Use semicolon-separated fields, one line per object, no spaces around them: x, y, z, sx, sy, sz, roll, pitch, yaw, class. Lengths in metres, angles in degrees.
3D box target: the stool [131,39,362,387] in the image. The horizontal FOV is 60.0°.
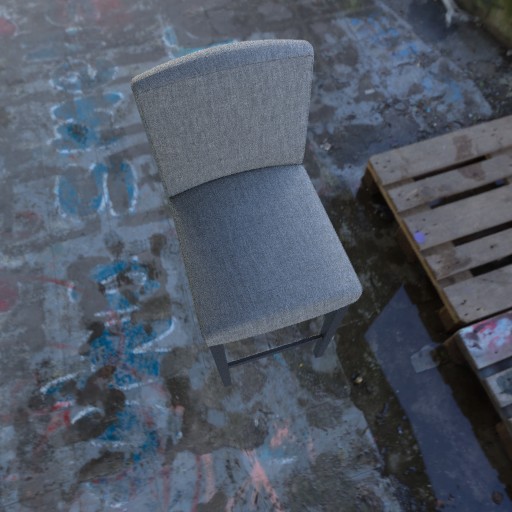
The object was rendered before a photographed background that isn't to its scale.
0.000;0.000;1.408;0.451;1.138;0.552;-16;65;-8;stool
